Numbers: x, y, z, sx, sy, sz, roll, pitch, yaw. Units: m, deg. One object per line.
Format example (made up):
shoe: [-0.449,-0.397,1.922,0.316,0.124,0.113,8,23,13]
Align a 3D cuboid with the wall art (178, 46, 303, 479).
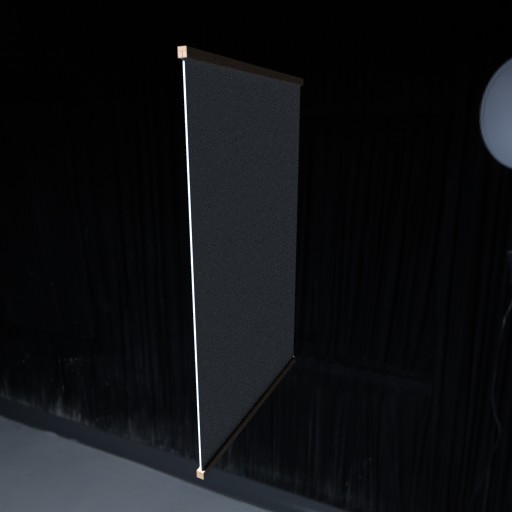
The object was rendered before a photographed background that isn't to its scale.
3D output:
wall art: [0.000,0.000,1.921,0.030,1.519,0.990,8,18,25]
